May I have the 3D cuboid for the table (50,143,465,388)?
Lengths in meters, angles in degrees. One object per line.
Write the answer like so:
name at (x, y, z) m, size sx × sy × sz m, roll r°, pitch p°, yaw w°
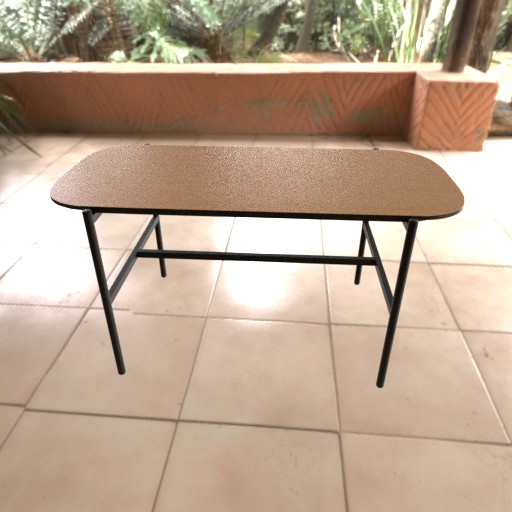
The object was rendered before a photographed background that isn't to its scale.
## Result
table at (0.000, 0.000, 1.028) m, size 0.800 × 0.400 × 0.400 m, roll 2°, pitch 31°, yaw 3°
